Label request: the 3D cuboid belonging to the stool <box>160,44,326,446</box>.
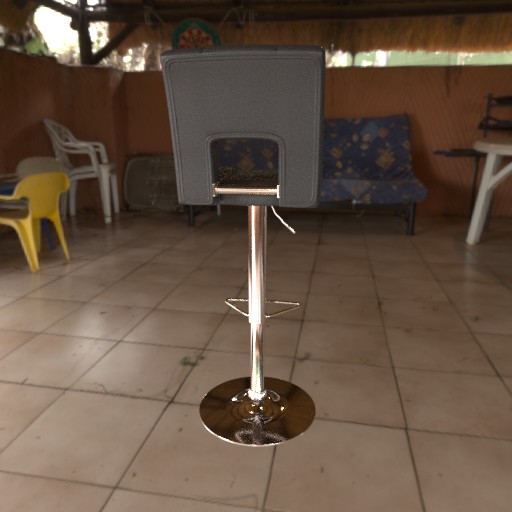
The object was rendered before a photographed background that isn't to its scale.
[{"bbox_3d":[0.000,0.000,1.406,0.415,1.151,0.520,3,16,9],"label":"stool"}]
